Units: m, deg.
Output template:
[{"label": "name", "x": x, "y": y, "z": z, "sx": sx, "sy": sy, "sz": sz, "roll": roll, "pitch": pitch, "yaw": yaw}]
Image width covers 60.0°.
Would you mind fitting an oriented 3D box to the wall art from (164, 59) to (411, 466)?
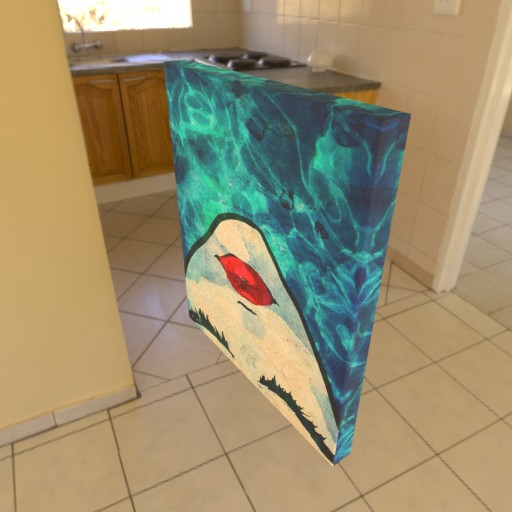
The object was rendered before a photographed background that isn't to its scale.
[{"label": "wall art", "x": 0.000, "y": 0.000, "z": 0.681, "sx": 0.038, "sy": 0.508, "sz": 0.432, "roll": -21, "pitch": 37, "yaw": -31}]
